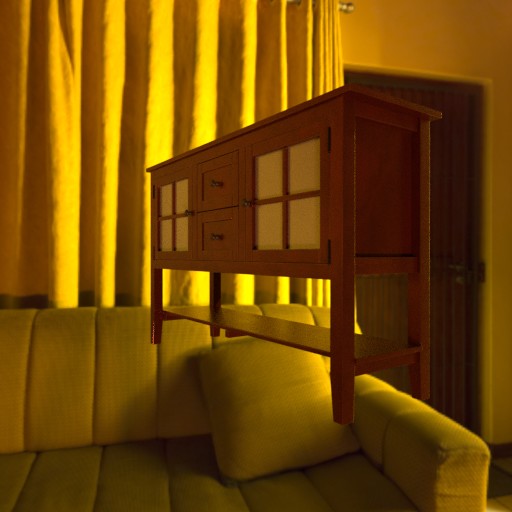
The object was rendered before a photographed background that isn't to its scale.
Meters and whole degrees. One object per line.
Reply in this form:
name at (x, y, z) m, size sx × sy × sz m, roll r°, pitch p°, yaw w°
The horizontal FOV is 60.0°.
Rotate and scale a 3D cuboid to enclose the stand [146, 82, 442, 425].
stand at (0.000, 0.000, 1.775) m, size 0.410 × 0.872 × 1.362 m, roll 0°, pitch 0°, yaw -35°
